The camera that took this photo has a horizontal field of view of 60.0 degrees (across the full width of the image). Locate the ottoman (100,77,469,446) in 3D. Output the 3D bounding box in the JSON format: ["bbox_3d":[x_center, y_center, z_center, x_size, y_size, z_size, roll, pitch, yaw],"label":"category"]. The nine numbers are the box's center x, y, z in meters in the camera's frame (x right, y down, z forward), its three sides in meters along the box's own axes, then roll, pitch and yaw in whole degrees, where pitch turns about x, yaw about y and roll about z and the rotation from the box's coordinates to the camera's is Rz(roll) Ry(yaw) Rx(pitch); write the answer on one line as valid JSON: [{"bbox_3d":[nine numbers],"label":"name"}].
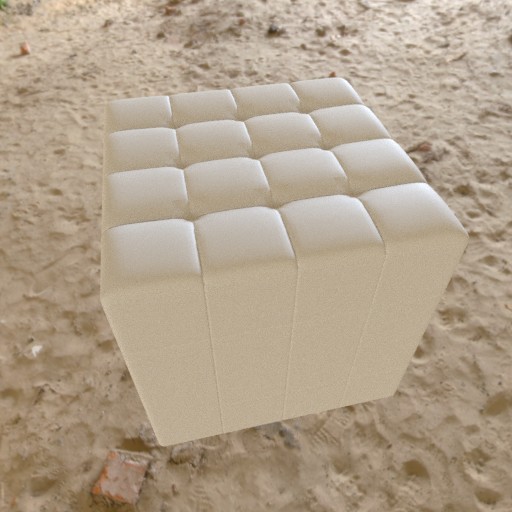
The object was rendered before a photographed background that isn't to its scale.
[{"bbox_3d":[0.000,0.000,0.770,0.425,0.432,0.425,-9,47,-9],"label":"ottoman"}]
